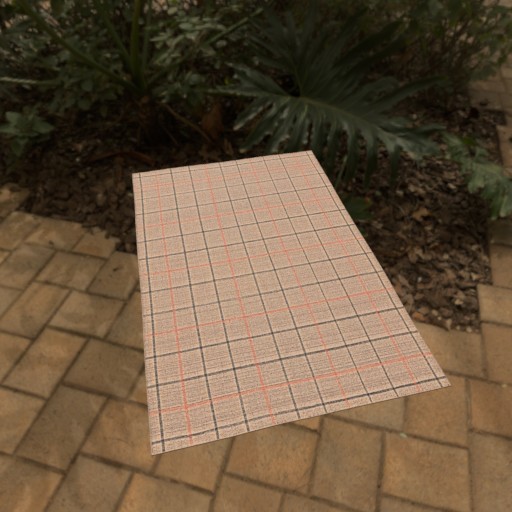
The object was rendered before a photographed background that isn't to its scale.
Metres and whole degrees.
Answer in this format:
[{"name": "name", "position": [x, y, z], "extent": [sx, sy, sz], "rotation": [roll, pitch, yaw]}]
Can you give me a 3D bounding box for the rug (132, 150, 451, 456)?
[{"name": "rug", "position": [0.000, 0.000, 2.349], "extent": [1.220, 0.013, 1.829], "rotation": [-10, 46, -9]}]
